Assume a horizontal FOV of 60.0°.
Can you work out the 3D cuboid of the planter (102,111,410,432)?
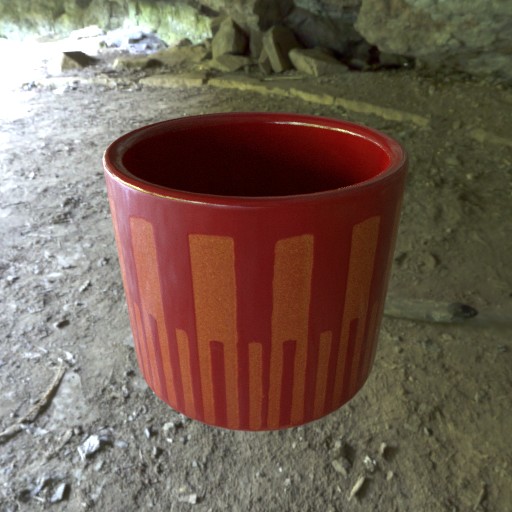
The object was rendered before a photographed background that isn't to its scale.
[{"bbox_3d":[0.000,0.000,0.393,0.230,0.202,0.230,0,30,0],"label":"planter"}]
